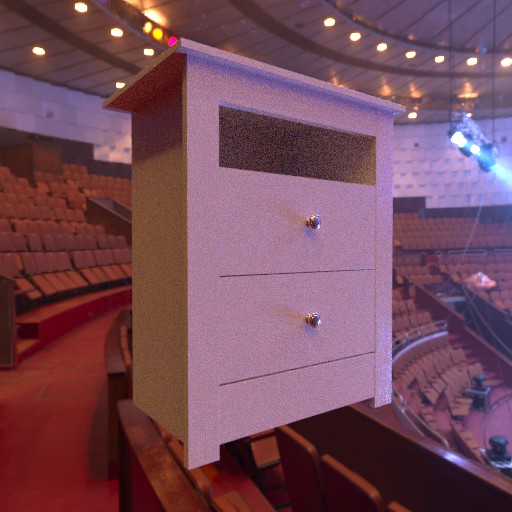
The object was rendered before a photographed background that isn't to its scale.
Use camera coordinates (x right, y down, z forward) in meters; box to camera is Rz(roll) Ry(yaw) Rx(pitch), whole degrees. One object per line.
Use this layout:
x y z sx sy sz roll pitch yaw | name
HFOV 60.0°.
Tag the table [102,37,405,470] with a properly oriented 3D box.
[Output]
0.000 0.000 1.049 0.589 0.711 0.406 -1 2 -36 | table
